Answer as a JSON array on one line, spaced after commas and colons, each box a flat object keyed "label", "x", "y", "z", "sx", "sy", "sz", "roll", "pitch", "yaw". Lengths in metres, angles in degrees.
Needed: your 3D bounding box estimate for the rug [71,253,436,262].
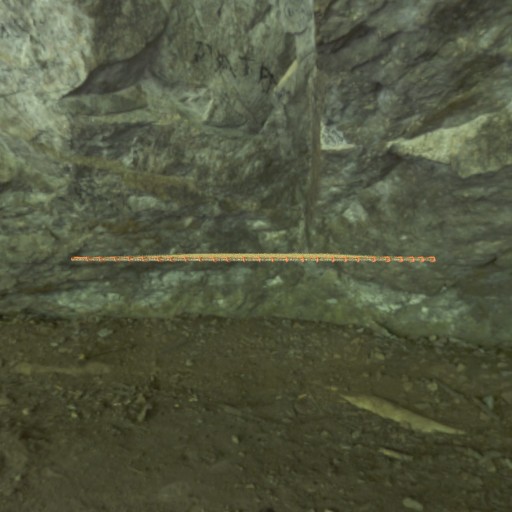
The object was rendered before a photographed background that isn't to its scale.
[{"label": "rug", "x": 0.000, "y": 0.000, "z": 2.355, "sx": 1.220, "sy": 0.019, "sz": 1.838, "roll": 0, "pitch": 1, "yaw": 1}]
